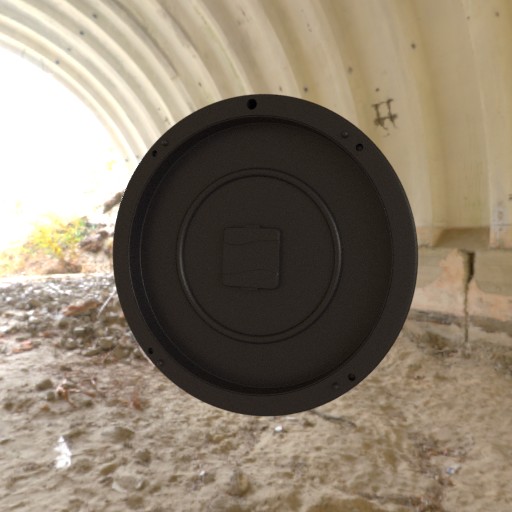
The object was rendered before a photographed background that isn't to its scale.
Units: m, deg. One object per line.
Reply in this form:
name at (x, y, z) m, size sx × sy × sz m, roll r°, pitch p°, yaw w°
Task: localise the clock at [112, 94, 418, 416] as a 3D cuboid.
clock at (0.000, 0.000, 0.438) m, size 0.300 × 0.300 × 0.060 m, roll 1°, pitch 2°, yaw 19°
